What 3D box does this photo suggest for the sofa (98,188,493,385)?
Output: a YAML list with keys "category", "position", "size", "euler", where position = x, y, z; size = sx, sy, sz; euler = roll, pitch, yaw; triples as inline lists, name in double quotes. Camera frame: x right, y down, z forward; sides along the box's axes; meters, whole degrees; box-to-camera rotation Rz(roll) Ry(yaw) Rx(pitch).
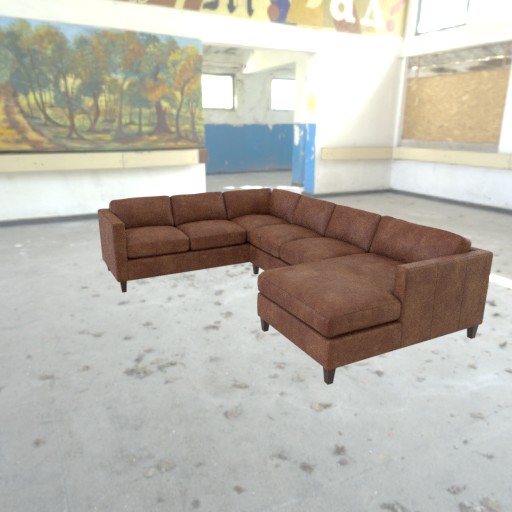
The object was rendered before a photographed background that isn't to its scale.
- category: "sofa"
  position: [0.000, 0.000, 4.388]
  size: [2.452, 0.888, 3.324]
  euler: [-8, 19, -26]
